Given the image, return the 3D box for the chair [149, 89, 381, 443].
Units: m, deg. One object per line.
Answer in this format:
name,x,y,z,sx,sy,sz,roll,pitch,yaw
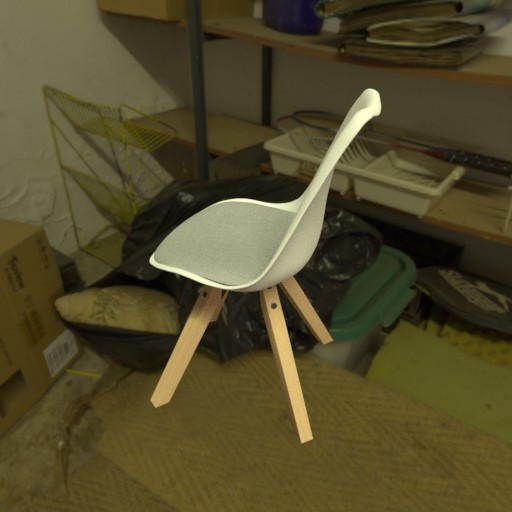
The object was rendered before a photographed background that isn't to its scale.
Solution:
chair,0.000,0.000,1.206,0.550,0.850,0.485,8,31,14
